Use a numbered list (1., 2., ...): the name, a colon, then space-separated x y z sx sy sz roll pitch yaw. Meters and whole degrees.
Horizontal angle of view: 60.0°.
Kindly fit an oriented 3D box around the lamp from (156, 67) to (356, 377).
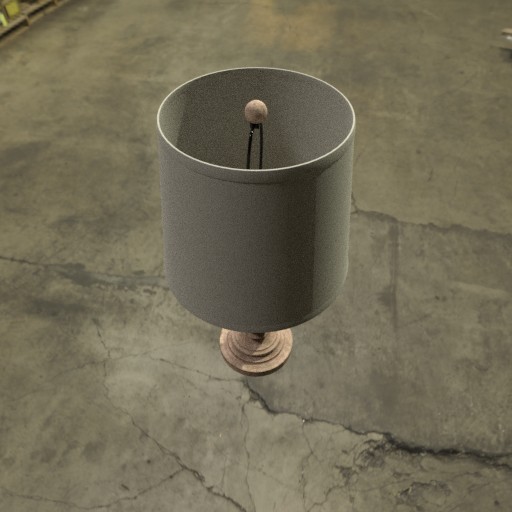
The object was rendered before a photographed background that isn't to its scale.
1. lamp: 0.000 0.000 0.664 0.273 0.497 0.273 0 48 0
